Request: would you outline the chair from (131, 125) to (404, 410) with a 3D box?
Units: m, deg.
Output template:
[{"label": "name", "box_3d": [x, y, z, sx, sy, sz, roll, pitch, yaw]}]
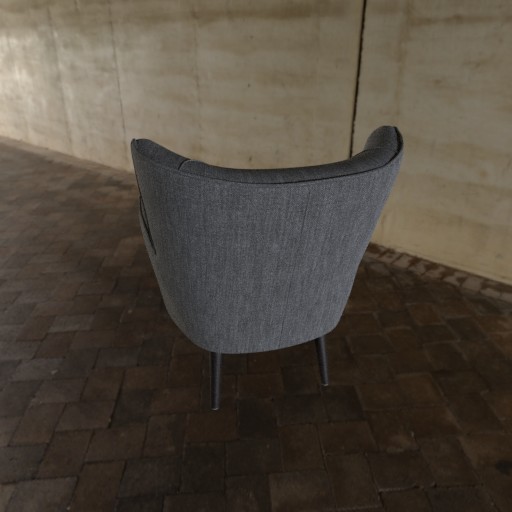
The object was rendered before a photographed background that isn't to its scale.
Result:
[{"label": "chair", "box_3d": [0.000, 0.000, 1.590, 0.781, 0.933, 0.888, -7, 26, -15]}]
